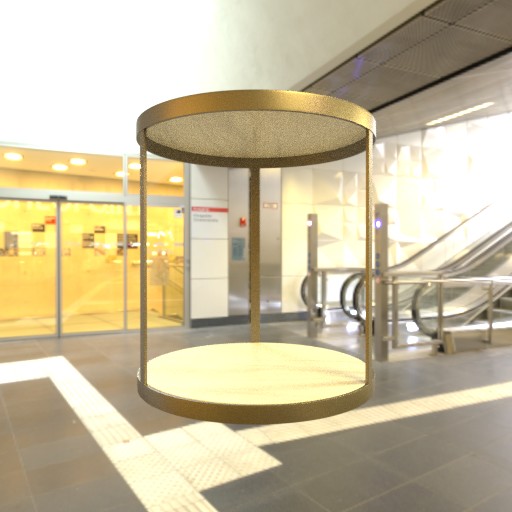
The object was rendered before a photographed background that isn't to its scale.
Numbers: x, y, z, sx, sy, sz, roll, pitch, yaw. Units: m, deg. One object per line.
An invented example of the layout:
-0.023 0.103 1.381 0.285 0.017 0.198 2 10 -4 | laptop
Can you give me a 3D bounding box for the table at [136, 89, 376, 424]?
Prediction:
0.000 0.000 0.854 0.445 0.479 0.445 0 1 0 | table
